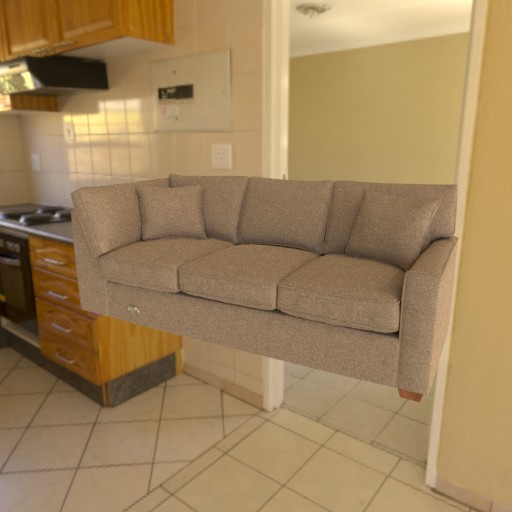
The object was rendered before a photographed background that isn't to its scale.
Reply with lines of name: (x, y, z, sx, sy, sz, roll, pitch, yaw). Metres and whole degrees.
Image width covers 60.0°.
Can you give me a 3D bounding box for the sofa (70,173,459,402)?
sofa: (0.000, 0.000, 2.866, 2.317, 0.962, 1.061, 7, 16, 28)
